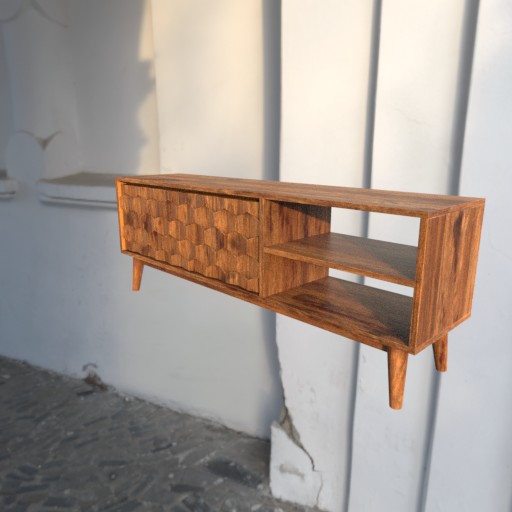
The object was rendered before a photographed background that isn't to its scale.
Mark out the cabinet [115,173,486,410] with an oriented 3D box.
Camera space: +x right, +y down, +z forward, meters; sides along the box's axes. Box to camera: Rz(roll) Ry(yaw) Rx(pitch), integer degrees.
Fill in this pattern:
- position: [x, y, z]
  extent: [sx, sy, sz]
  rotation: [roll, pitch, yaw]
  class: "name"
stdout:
- position: [0.000, 0.000, 1.667]
  extent: [0.349, 0.528, 1.448]
  rotation: [-14, 20, -43]
  class: "cabinet"
